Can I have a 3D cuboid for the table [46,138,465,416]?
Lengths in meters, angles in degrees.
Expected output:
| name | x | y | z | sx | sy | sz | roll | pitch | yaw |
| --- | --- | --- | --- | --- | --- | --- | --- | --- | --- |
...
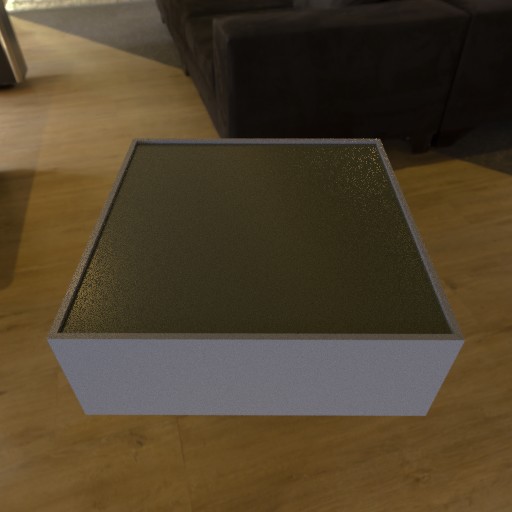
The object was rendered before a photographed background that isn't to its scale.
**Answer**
| name | x | y | z | sx | sy | sz | roll | pitch | yaw |
| --- | --- | --- | --- | --- | --- | --- | --- | --- | --- |
| table | 0.000 | 0.000 | 1.244 | 0.801 | 0.299 | 0.801 | 0 | 42 | 0 |
